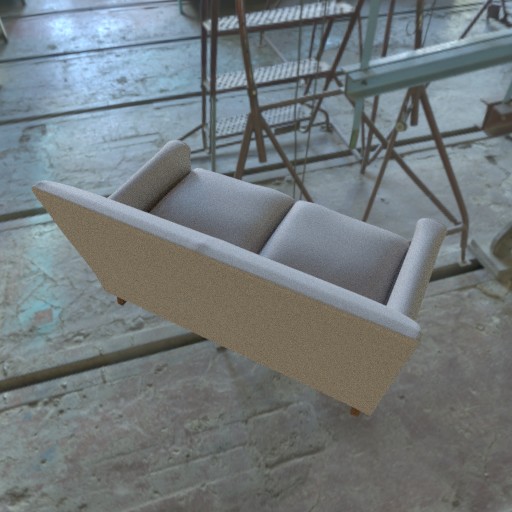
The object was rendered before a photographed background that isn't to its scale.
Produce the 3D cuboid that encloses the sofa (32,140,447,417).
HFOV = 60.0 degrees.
[{"bbox_3d":[0.000,0.000,2.035,1.482,0.890,0.888,21,51,18],"label":"sofa"}]
